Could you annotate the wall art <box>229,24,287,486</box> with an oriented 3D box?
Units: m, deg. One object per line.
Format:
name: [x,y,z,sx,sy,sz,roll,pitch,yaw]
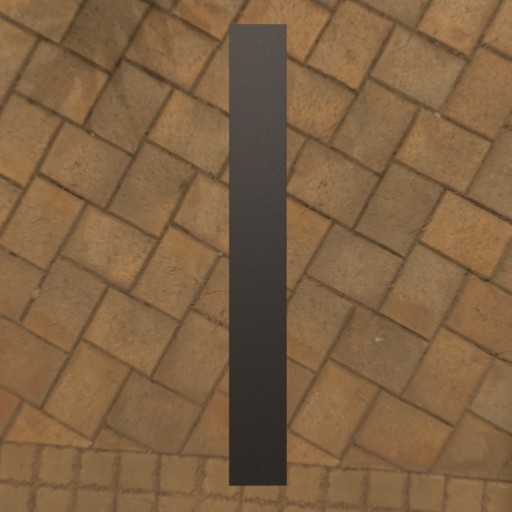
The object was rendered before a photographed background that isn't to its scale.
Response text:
wall art: [0.000,0.000,0.444,0.038,0.304,0.305,0,89,0]
